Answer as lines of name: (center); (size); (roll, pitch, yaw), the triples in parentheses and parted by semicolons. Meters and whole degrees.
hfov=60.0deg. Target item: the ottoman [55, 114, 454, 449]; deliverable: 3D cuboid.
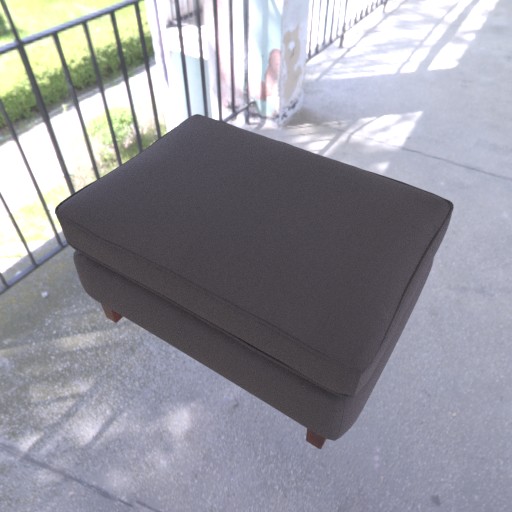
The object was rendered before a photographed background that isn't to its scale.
ottoman: (0.000, 0.000, 0.987); (0.686, 0.406, 0.508); (25, 51, 22)
